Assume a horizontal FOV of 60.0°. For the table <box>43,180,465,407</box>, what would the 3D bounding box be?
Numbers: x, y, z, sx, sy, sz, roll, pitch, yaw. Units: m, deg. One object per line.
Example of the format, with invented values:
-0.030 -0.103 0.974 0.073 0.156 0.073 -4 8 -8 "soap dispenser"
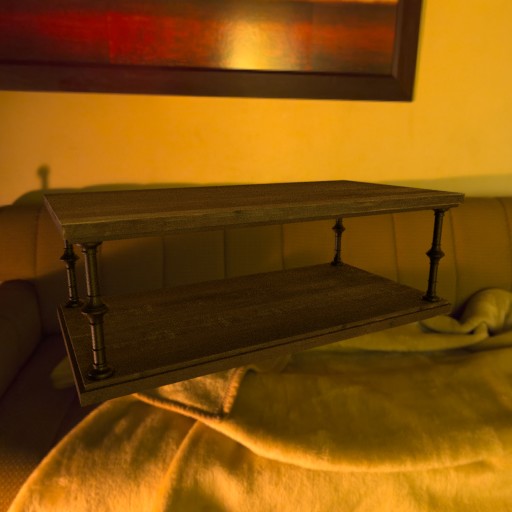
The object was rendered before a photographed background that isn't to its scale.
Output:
0.000 0.000 1.329 1.088 0.373 0.554 -7 16 -27 "table"
